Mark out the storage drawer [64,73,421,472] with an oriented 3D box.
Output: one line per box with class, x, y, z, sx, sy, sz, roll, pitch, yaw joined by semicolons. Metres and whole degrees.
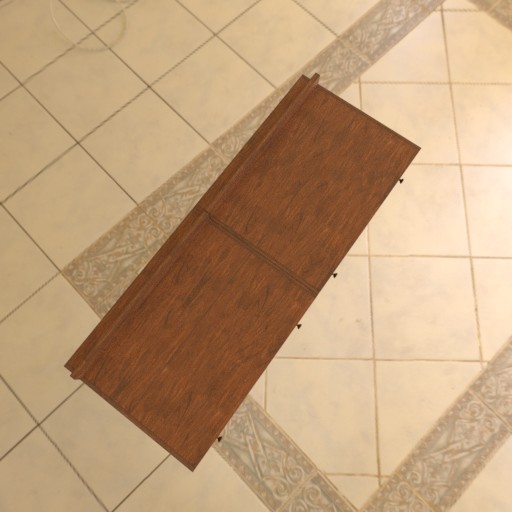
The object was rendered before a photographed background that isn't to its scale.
storage drawer;0.000;0.000;2.247;0.774;0.339;1.914;35;78;9
